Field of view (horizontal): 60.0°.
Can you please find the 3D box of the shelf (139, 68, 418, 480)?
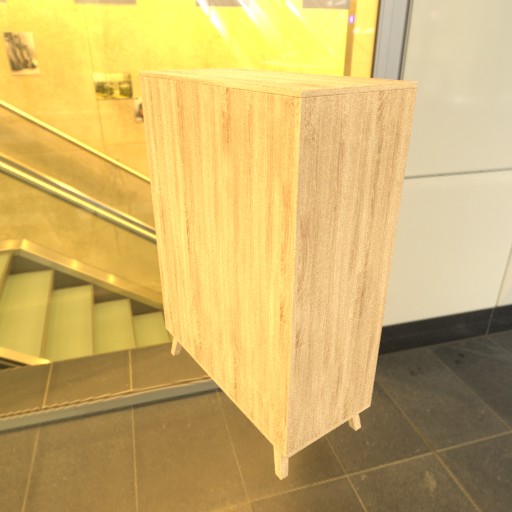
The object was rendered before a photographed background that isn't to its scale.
[{"bbox_3d":[0.000,0.000,1.839,0.450,1.390,1.000,-17,31,-32],"label":"shelf"}]
